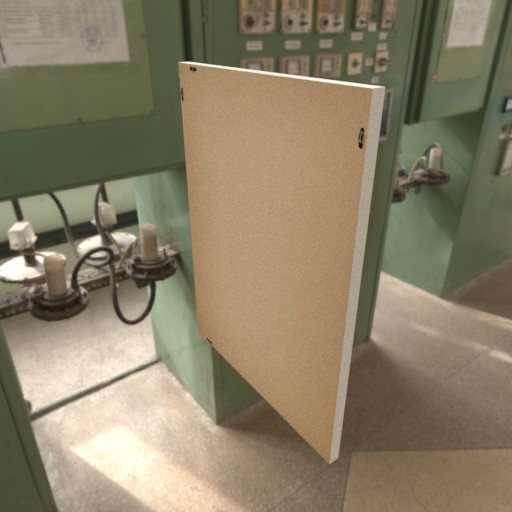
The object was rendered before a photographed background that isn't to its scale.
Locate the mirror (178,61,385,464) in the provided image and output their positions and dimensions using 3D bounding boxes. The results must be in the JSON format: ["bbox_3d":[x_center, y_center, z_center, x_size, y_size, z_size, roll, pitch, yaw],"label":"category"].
[{"bbox_3d":[0.000,0.000,1.317,0.041,1.016,0.762,-19,33,-31],"label":"mirror"}]
